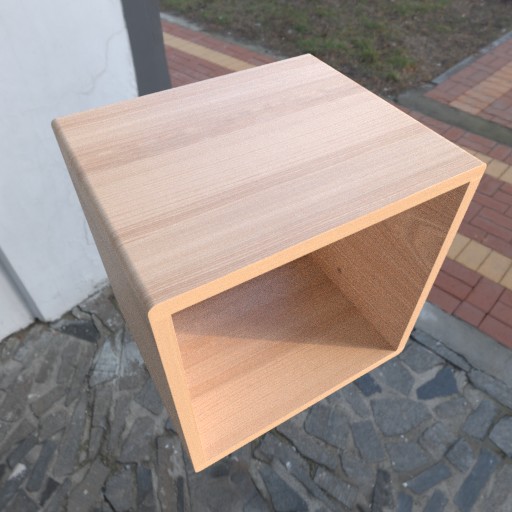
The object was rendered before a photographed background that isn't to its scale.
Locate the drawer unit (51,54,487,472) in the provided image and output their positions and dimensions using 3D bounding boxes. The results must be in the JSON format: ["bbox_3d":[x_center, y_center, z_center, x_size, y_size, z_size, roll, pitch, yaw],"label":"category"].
[{"bbox_3d":[0.000,0.000,0.574,0.344,0.344,0.290,-23,51,-20],"label":"drawer unit"}]
